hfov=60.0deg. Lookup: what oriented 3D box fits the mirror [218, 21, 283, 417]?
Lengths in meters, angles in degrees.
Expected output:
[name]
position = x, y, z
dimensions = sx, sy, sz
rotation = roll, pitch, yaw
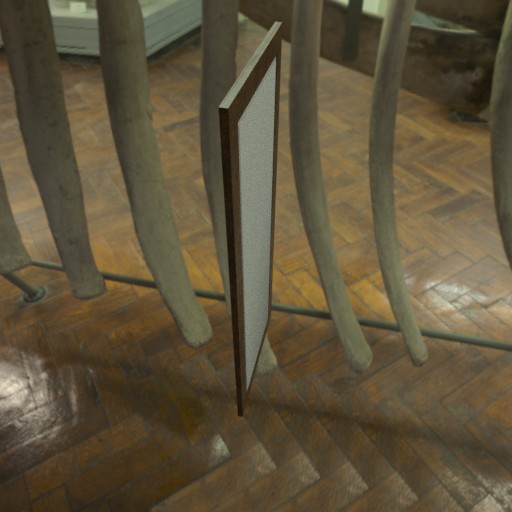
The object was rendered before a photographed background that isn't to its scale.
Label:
[mirror]
position = 0.000, 0.000, 2.326
dimensions = 0.032, 2.031, 0.812
rotation = 10, 46, 10
